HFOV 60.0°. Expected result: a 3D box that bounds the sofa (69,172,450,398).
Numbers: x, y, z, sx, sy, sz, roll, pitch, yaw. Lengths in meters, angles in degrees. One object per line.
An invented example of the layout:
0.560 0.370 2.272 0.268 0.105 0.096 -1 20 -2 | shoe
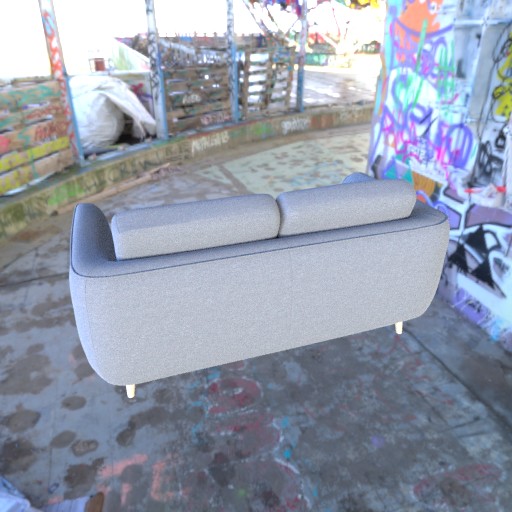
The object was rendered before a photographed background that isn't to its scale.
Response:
0.000 0.000 2.220 1.700 0.850 0.920 -9 29 -17 | sofa
